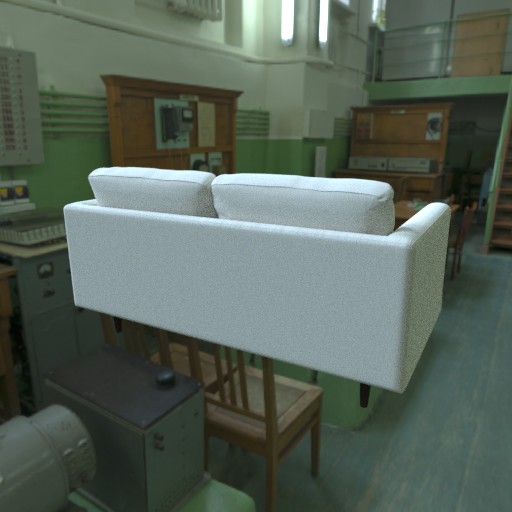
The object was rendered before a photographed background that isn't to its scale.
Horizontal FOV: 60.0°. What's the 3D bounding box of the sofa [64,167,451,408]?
[{"bbox_3d":[0.000,0.000,2.257,1.713,0.893,0.940,9,18,29],"label":"sofa"}]
